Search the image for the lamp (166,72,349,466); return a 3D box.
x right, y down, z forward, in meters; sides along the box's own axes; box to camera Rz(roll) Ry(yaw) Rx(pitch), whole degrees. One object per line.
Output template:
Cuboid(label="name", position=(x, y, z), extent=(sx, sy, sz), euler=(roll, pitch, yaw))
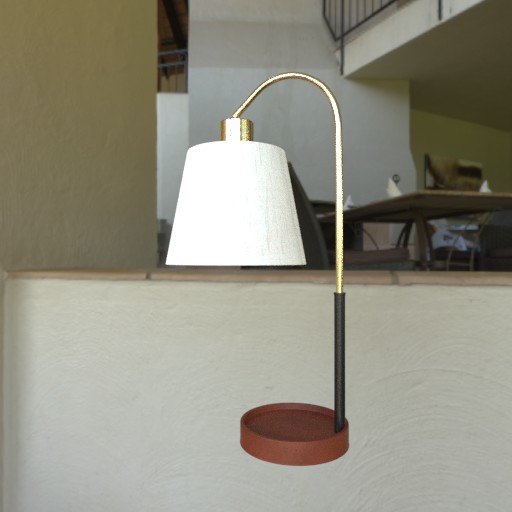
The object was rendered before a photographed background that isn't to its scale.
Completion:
Cuboid(label="lamp", position=(0.000, 0.000, 0.663), extent=(0.273, 0.536, 0.211), euler=(0, 0, 19))
